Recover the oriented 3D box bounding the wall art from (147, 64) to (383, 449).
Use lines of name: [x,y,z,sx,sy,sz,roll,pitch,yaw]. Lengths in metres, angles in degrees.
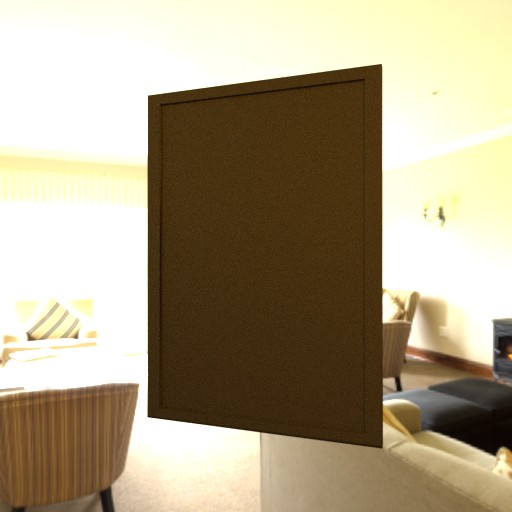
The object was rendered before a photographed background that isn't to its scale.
wall art: [0.000,0.000,0.551,0.303,0.431,0.013,0,0,19]
